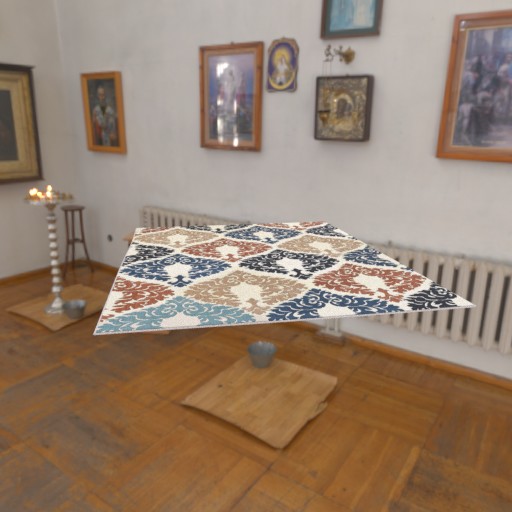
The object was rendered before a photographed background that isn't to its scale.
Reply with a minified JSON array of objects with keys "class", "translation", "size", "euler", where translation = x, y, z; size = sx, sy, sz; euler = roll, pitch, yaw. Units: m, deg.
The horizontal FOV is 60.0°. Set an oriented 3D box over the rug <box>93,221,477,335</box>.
[{"class":"rug","translation":[0.000,0.000,4.147],"size":[2.423,0.014,3.040],"euler":[-3,15,-10]}]
